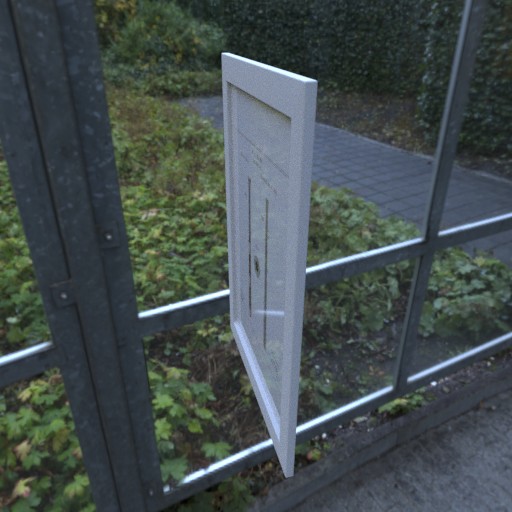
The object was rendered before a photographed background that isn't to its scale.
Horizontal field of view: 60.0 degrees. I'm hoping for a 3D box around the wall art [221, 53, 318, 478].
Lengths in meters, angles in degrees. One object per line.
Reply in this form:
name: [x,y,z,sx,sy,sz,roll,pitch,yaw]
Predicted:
wall art: [0.000,0.000,0.601,0.011,0.482,0.329,-7,29,-14]
